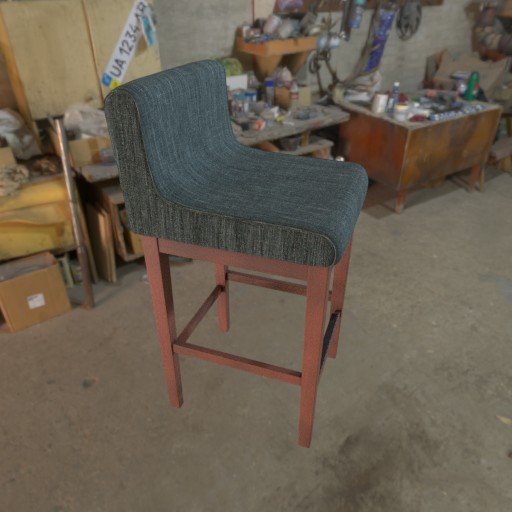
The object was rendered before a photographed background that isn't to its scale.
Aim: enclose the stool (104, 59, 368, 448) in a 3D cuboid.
[{"bbox_3d":[0.000,0.000,1.085,0.459,0.835,0.395,11,33,17],"label":"stool"}]
